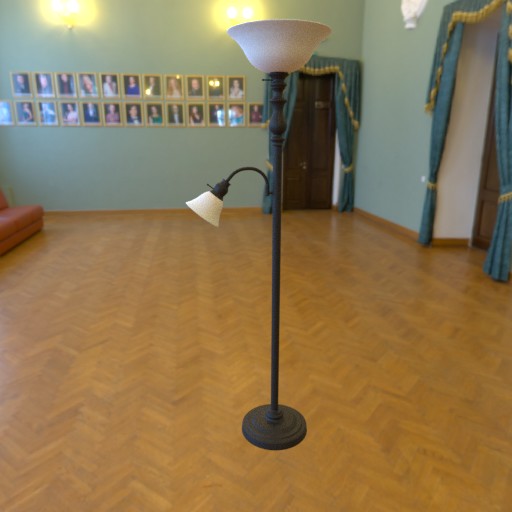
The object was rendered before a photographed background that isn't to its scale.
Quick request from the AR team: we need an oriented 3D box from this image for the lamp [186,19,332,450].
[{"bbox_3d":[0.000,0.000,1.942,0.588,1.793,0.405,-3,15,-10],"label":"lamp"}]
